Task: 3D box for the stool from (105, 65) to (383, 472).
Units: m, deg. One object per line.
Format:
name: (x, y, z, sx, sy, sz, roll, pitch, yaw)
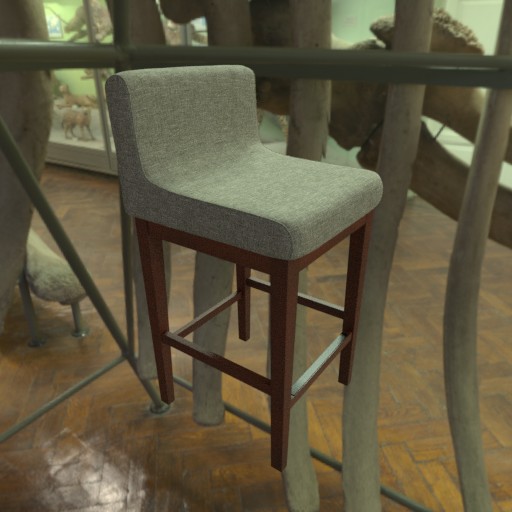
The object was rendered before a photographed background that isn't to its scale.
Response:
stool: (0.000, 0.000, 1.072, 0.459, 0.835, 0.417, 17, 30, 32)
